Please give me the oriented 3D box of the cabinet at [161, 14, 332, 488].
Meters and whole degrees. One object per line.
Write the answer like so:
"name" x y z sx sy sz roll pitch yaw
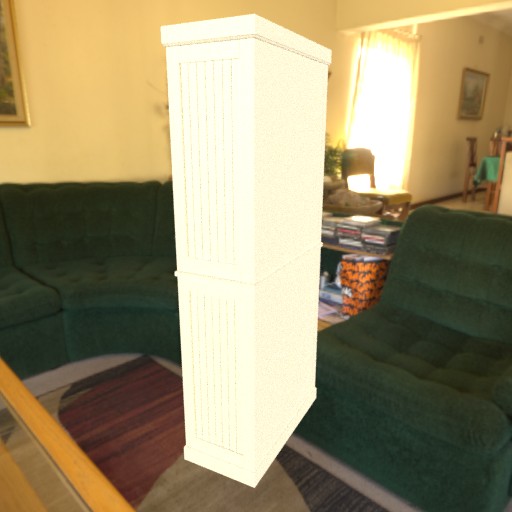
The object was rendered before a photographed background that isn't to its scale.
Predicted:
"cabinet" 0.000 0.000 2.055 0.390 1.829 0.754 8 18 27
